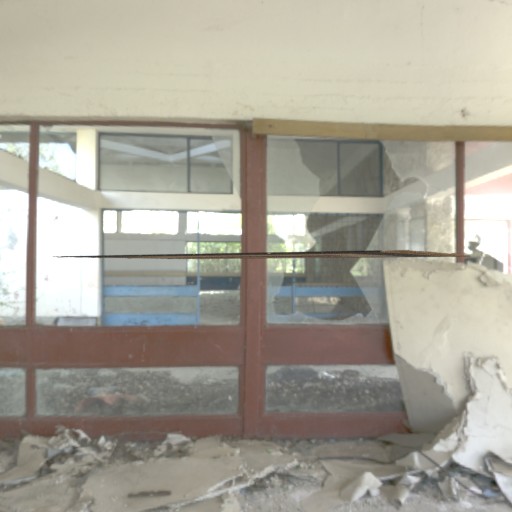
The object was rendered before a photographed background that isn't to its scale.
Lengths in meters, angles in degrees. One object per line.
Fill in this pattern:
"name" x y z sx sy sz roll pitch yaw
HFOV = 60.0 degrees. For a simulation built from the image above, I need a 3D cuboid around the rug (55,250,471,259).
"rug" 0.000 0.000 1.881 1.541 0.013 0.920 -1 -1 34
